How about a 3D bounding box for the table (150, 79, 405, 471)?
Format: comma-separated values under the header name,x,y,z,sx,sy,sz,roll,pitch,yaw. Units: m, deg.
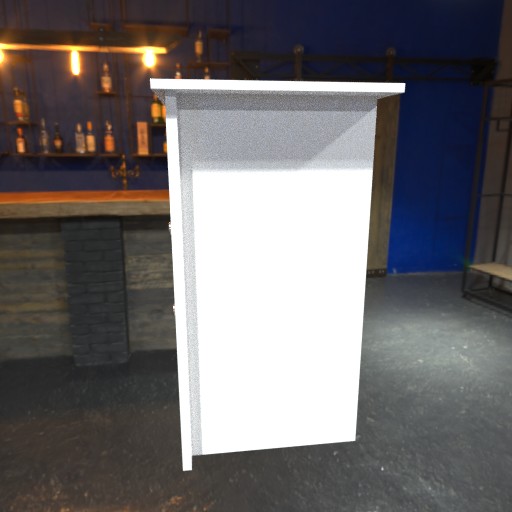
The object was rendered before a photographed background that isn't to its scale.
name,x,y,z,sx,sy,sz,roll,pitch,yaw
table,0.000,0.000,1.061,0.406,0.711,0.589,-2,15,-7
